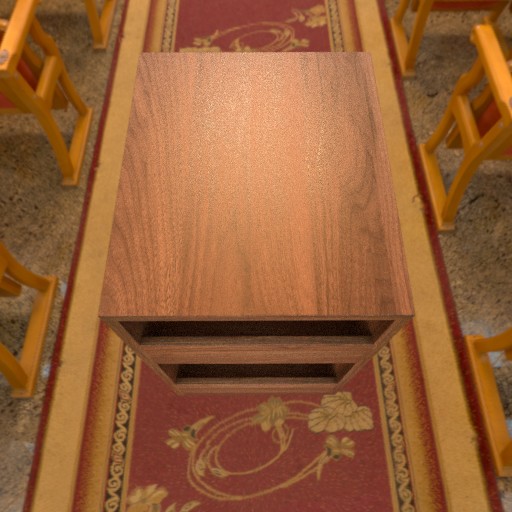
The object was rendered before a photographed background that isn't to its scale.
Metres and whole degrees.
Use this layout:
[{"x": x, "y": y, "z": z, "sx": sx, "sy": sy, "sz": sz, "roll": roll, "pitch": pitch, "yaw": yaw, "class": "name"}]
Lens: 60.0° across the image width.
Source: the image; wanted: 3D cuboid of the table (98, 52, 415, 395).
[{"x": 0.000, "y": 0.000, "z": 1.559, "sx": 0.660, "sy": 1.041, "sz": 0.786, "roll": 0, "pitch": 64, "yaw": 0, "class": "table"}]
